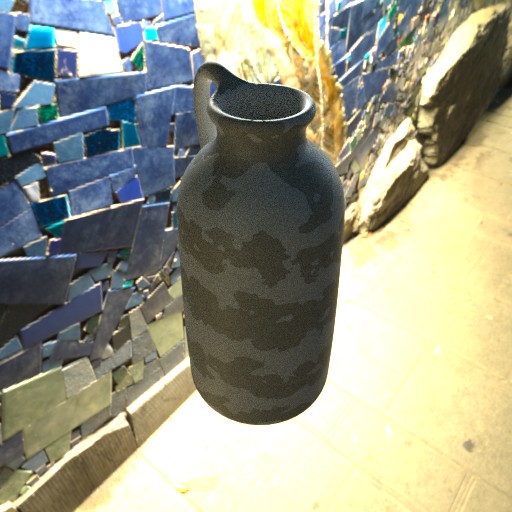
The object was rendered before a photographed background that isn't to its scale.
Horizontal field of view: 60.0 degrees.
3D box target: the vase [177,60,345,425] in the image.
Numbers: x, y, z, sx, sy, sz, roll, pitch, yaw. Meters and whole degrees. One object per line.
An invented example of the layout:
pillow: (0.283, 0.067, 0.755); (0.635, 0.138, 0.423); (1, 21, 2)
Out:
vase: (0.000, 0.000, 0.492); (0.186, 0.382, 0.203); (-26, 47, -27)
